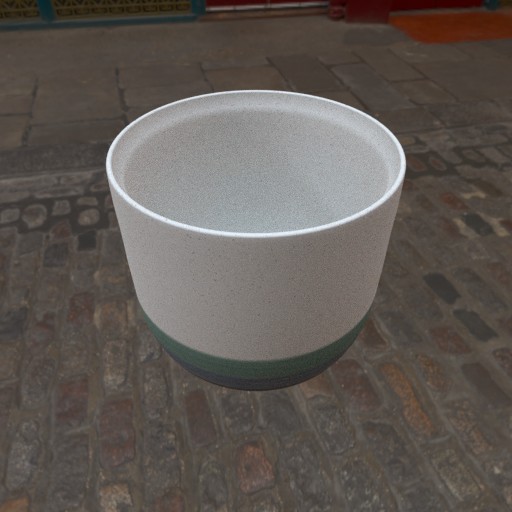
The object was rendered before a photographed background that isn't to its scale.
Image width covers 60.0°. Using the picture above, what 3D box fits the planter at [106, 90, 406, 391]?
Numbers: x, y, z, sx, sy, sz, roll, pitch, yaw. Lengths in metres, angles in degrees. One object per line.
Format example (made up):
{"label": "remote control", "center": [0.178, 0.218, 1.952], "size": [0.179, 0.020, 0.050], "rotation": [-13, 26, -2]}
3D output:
{"label": "planter", "center": [0.000, 0.000, 0.493], "size": [0.268, 0.270, 0.268], "rotation": [0, 41, 0]}
